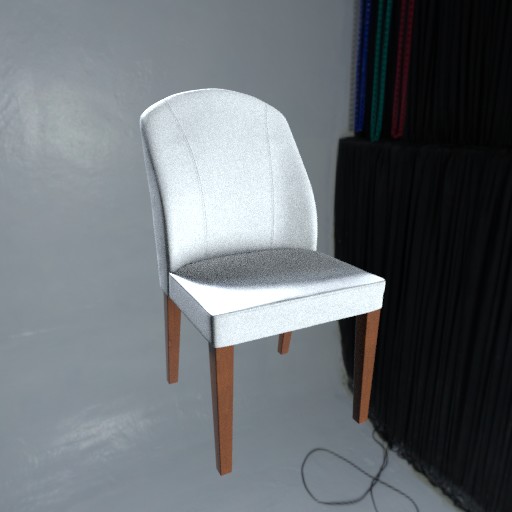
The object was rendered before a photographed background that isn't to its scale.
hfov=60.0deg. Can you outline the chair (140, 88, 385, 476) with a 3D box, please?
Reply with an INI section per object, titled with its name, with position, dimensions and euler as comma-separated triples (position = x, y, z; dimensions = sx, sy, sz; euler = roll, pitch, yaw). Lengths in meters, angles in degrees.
[chair]
position = 0.000, 0.000, 1.215
dimensions = 0.472, 0.893, 0.540
euler = -8, 19, -26
